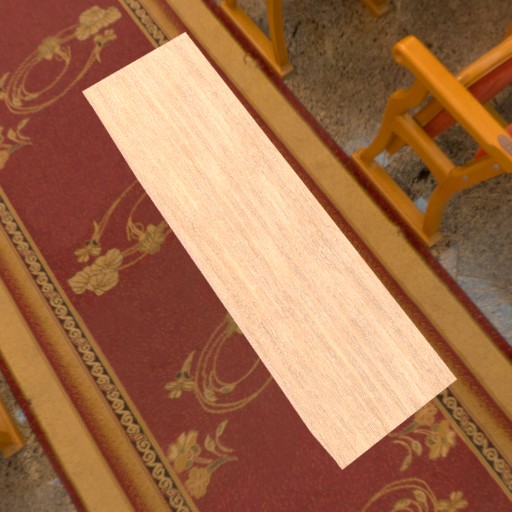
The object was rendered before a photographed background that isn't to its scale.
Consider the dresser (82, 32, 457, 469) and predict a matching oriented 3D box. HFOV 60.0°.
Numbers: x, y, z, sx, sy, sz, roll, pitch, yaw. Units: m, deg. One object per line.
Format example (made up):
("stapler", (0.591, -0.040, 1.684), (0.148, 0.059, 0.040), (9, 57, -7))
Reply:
("dresser", (0.000, 0.000, 1.913), (0.457, 0.914, 1.524), (-34, 78, -8))
